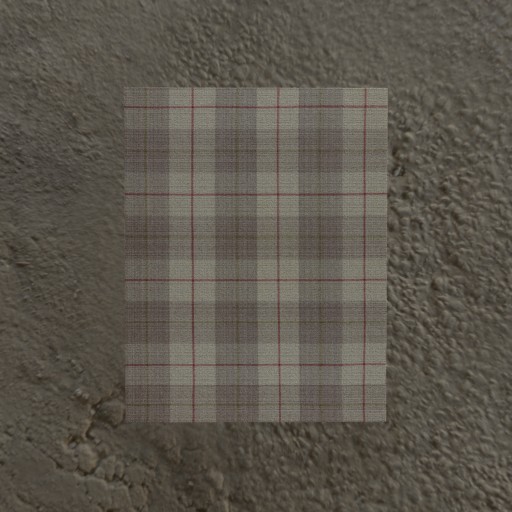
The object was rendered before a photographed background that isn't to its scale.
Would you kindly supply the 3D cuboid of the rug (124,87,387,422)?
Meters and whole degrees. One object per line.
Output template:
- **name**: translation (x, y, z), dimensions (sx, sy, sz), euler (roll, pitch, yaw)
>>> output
- **rug**: translation (0.000, 0.000, 3.928), dimensions (2.317, 0.016, 2.959), euler (0, 91, 0)
